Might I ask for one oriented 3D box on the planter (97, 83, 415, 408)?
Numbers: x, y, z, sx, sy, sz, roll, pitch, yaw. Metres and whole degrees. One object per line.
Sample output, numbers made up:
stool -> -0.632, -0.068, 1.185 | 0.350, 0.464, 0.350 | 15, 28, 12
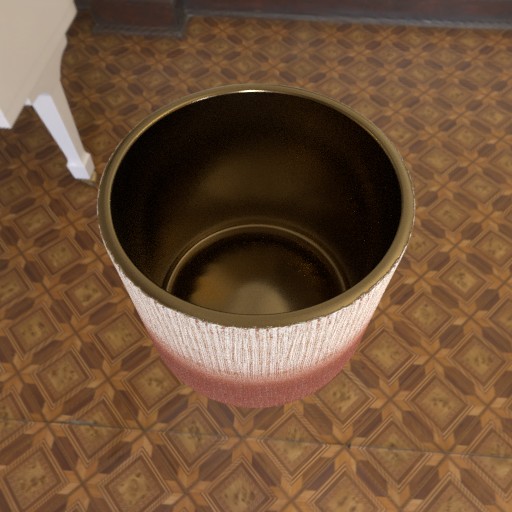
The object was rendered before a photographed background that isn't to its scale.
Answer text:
planter -> 0.000, 0.000, 0.444 | 0.254, 0.221, 0.254 | 0, 58, 0
